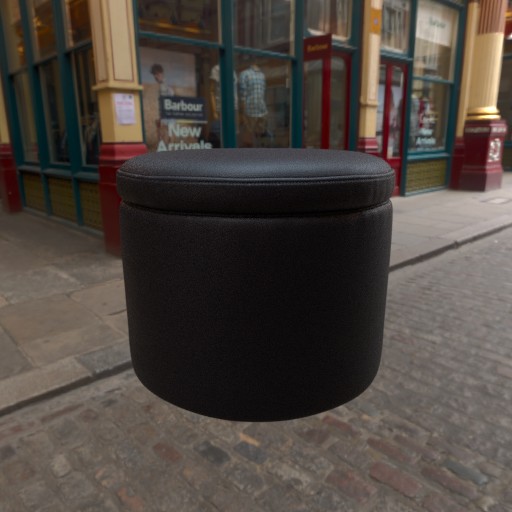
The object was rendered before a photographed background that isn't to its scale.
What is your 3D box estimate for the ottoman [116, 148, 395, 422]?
[{"bbox_3d":[0.000,0.000,0.869,0.501,0.409,0.501,0,15,0],"label":"ottoman"}]
